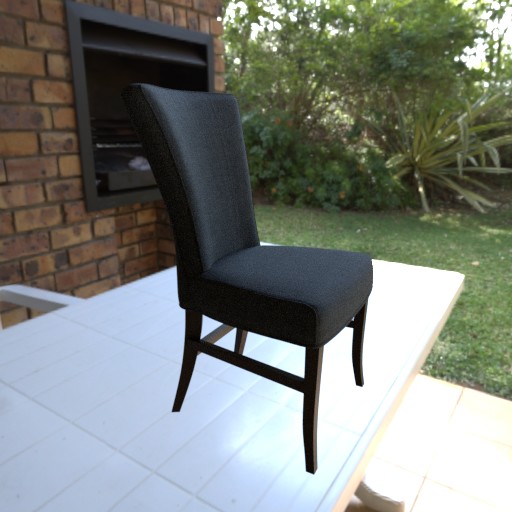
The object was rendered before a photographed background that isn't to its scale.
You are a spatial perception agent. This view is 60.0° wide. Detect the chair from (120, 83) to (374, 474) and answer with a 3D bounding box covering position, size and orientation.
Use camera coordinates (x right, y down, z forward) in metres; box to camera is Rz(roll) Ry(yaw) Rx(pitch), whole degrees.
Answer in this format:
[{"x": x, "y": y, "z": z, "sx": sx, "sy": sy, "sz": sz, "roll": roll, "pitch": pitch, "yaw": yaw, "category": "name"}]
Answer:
[{"x": 0.000, "y": 0.000, "z": 1.377, "sx": 0.660, "sy": 0.991, "sz": 0.520, "roll": 9, "pitch": 18, "yaw": 27, "category": "chair"}]
